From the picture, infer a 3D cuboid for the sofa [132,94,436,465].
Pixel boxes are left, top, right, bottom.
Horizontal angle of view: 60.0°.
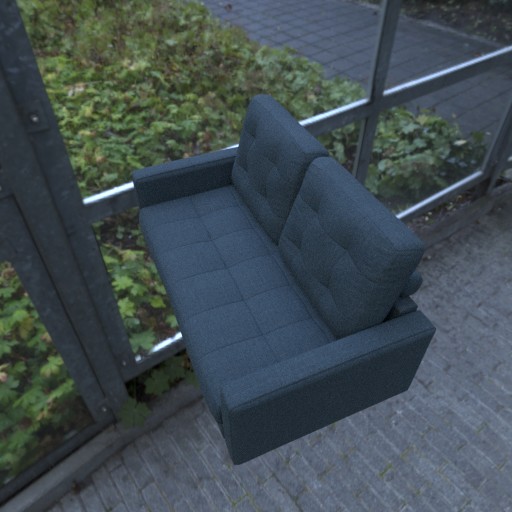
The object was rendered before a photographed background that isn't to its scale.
[{"bbox_3d":[0.000,0.000,1.972,0.842,0.907,1.407,-17,47,-16],"label":"sofa"}]
